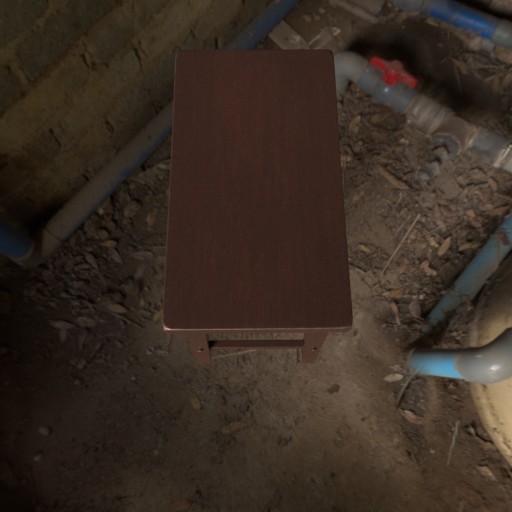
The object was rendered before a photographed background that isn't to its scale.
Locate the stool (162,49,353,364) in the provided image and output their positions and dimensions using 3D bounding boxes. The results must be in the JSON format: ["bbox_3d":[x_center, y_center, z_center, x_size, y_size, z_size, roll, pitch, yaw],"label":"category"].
[{"bbox_3d":[0.000,0.000,0.941,0.322,0.742,0.406,-1,73,0],"label":"stool"}]
